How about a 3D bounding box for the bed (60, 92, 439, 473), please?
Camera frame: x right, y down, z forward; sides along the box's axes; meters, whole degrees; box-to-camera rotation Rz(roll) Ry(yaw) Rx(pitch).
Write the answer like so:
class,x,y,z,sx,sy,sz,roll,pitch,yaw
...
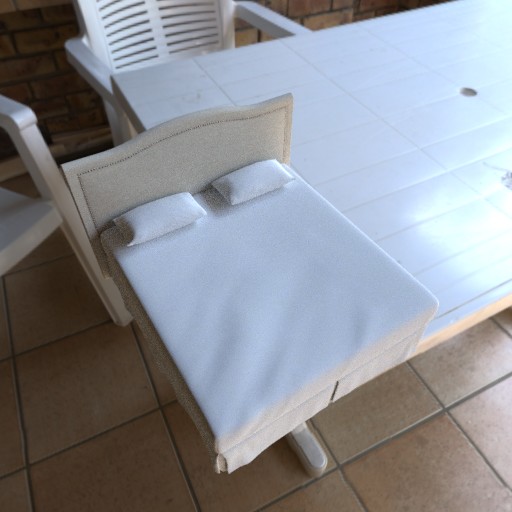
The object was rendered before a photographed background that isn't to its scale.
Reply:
class,x,y,z,sx,sy,sz,roll,pitch,yaw
bed,0.000,0.000,3.474,2.083,1.421,2.182,-25,52,-21
